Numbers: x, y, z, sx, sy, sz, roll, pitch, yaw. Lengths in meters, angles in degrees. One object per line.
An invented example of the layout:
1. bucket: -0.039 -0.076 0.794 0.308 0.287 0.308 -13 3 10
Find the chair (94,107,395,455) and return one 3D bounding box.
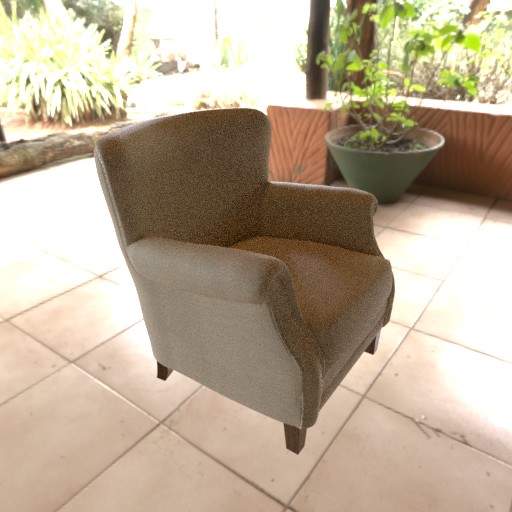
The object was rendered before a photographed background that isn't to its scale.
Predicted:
1. chair: 0.000 0.000 1.642 0.921 0.936 0.861 17 31 31
